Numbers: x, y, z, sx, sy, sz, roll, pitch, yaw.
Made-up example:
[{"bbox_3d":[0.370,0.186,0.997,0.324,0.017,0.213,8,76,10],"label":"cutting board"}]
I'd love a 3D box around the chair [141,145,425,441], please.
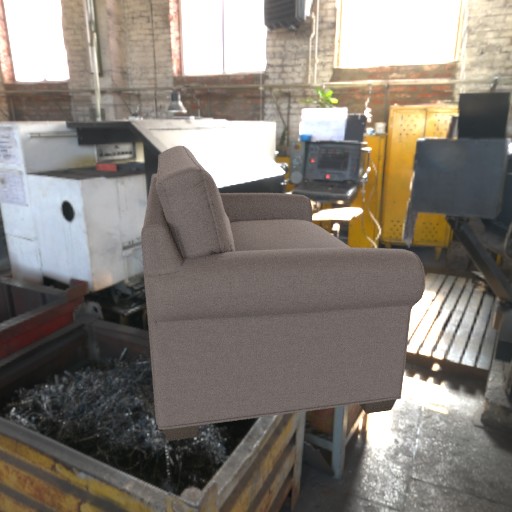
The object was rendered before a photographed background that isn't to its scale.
[{"bbox_3d":[0.000,0.000,2.031,0.930,0.930,1.390,-3,18,-11],"label":"chair"}]
